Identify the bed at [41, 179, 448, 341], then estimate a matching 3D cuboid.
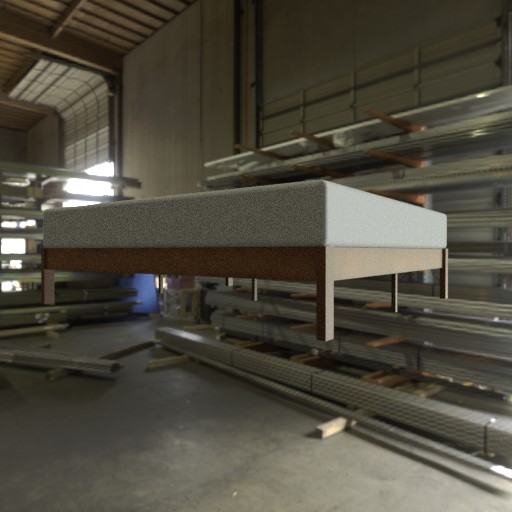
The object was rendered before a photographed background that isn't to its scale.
[{"bbox_3d":[0.000,0.000,3.047,2.049,0.616,1.930,0,1,36],"label":"bed"}]
